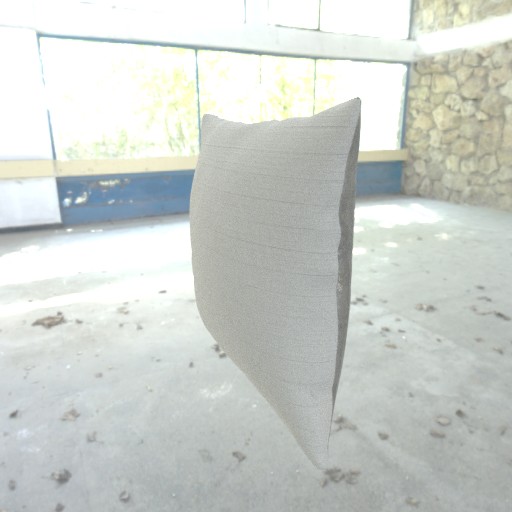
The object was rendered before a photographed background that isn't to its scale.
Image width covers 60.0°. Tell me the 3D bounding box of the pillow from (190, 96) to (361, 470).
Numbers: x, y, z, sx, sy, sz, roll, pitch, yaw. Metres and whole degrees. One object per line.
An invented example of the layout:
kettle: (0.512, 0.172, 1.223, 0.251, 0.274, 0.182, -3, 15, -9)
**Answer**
pillow: (0.000, 0.000, 0.723, 0.175, 0.464, 0.470, -8, 18, -24)
